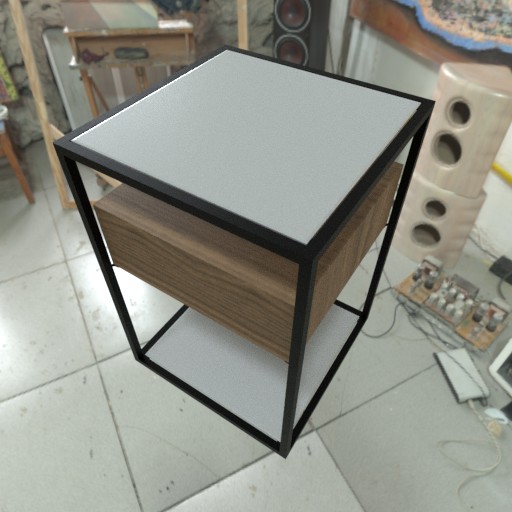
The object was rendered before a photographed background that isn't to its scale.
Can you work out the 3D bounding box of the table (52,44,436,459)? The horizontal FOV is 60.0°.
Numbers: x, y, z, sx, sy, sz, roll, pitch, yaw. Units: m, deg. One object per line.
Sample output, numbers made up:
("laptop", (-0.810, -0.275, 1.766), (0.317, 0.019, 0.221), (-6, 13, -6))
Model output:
("table", (0.000, 0.000, 0.802), (0.378, 0.540, 0.378), (25, 52, 22))
